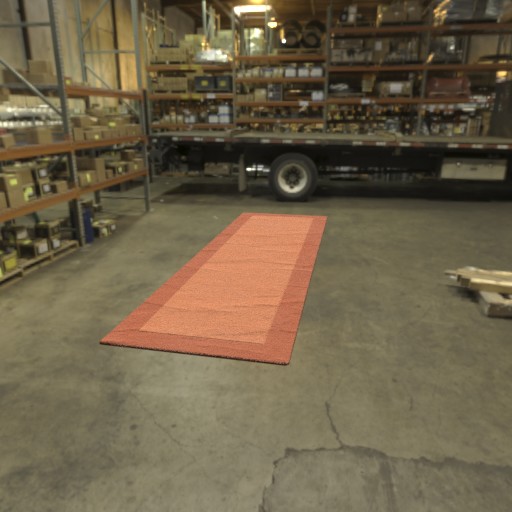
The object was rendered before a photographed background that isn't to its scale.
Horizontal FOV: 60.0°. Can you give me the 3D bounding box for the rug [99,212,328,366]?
[{"bbox_3d":[0.000,0.000,2.802,0.914,0.013,2.471,3,18,8],"label":"rug"}]
